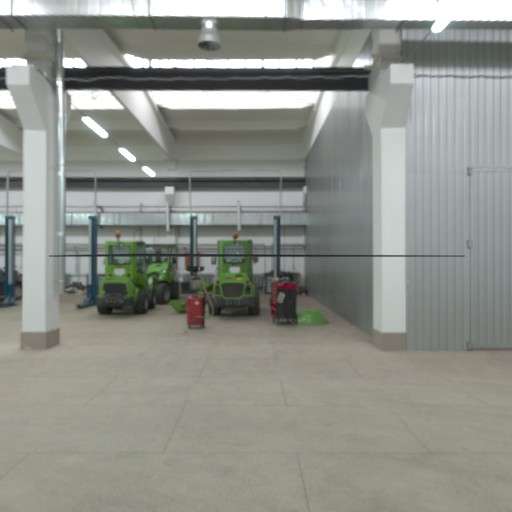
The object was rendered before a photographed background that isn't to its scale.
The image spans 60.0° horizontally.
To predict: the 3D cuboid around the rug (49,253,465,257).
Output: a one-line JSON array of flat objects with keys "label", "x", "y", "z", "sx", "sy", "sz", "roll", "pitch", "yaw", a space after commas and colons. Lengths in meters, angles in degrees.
[{"label": "rug", "x": 0.000, "y": 0.000, "z": 2.923, "sx": 2.232, "sy": 0.009, "sz": 1.630, "roll": 0, "pitch": 0, "yaw": -36}]
